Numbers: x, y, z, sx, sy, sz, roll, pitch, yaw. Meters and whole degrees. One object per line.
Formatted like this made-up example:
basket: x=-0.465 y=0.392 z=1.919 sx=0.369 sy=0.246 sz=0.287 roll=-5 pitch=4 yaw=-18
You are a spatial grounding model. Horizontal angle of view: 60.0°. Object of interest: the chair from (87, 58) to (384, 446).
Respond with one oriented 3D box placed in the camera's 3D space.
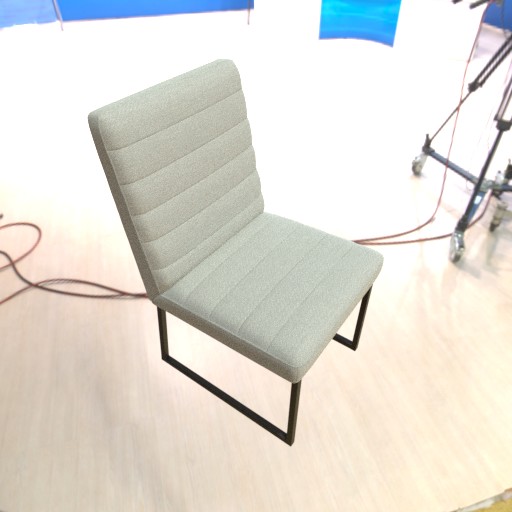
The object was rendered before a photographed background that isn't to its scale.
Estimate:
chair: x=0.000 y=0.000 z=1.333 sx=0.634 sy=0.930 sz=0.520 roll=25 pitch=47 yaw=26
